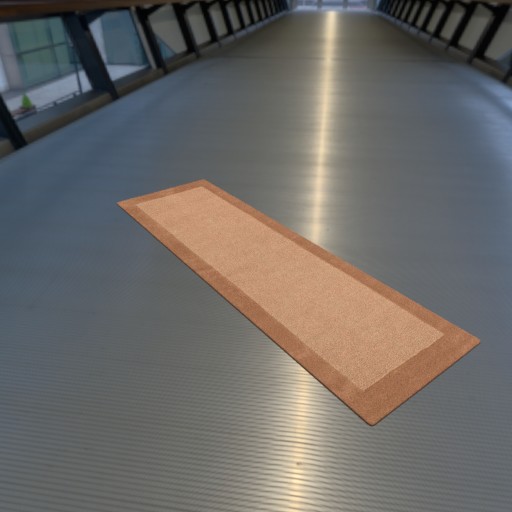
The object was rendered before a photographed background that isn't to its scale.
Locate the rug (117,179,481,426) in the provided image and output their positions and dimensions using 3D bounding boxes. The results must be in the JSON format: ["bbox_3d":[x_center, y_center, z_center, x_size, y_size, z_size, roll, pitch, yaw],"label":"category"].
[{"bbox_3d":[0.000,0.000,2.668,0.764,0.017,2.439,-22,38,-31],"label":"rug"}]
